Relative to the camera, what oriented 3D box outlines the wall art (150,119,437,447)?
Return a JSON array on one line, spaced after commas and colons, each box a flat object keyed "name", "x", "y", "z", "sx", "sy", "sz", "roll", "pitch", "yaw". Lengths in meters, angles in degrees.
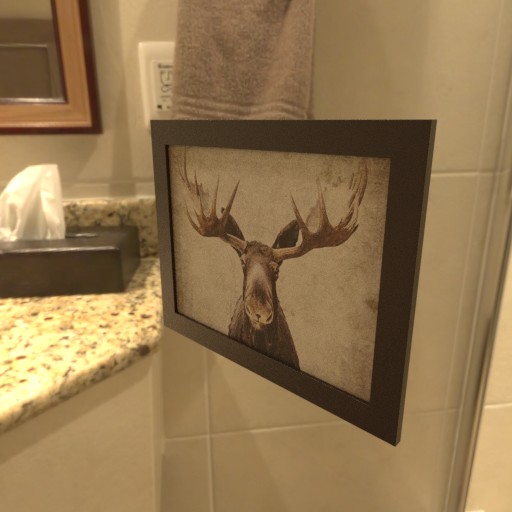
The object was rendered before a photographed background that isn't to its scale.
[{"name": "wall art", "x": 0.000, "y": 0.000, "z": 1.620, "sx": 1.207, "sy": 0.952, "sz": 0.034, "roll": 16, "pitch": 23, "yaw": 41}]
